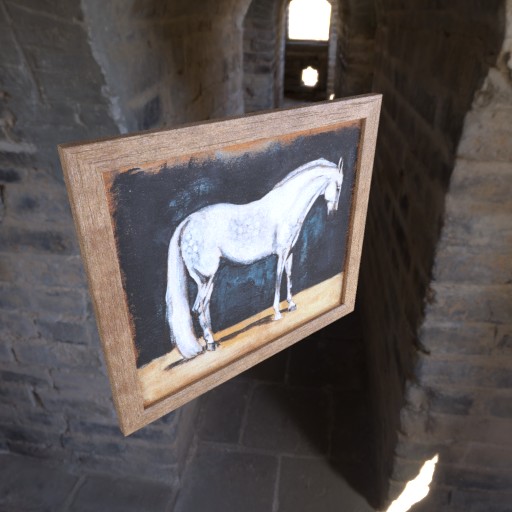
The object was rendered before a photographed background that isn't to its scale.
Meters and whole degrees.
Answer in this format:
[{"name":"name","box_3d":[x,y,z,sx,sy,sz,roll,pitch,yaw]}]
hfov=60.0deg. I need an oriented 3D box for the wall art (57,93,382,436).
[{"name":"wall art","box_3d":[0.000,0.000,0.943,0.690,0.588,0.026,-21,36,-33]}]
